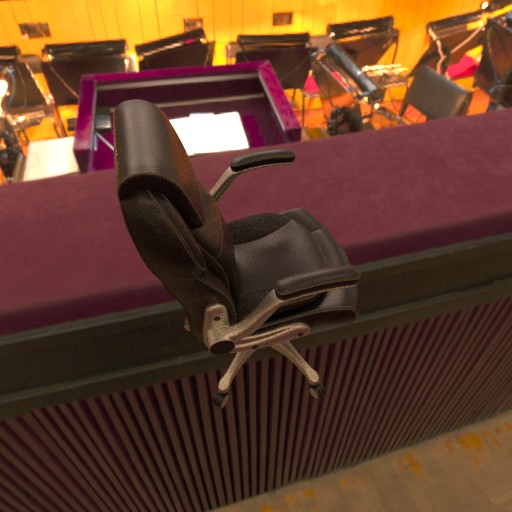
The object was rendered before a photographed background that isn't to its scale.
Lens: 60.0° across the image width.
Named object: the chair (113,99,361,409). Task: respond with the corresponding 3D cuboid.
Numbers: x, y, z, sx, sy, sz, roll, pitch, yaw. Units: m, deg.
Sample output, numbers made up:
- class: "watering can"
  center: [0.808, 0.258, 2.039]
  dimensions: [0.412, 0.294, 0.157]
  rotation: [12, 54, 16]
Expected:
- class: "chair"
  center: [0.000, 0.000, 1.639]
  dimensions: [0.801, 1.141, 0.724]
  rotation: [-10, 47, -10]
